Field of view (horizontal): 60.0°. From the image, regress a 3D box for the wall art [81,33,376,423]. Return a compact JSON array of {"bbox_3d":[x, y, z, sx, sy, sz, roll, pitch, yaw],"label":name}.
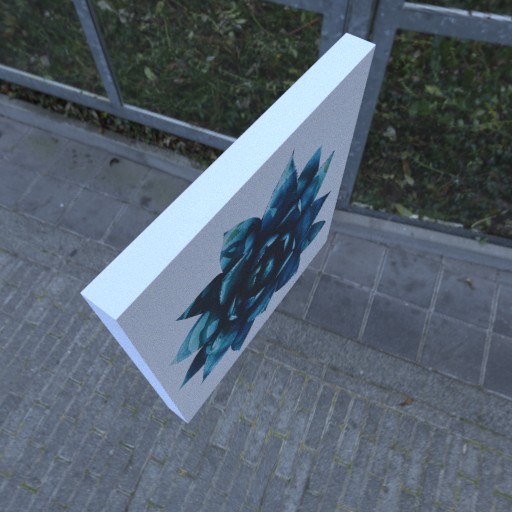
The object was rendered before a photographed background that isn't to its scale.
[{"bbox_3d":[0.000,0.000,0.591,0.038,0.406,0.406,32,64,17],"label":"wall art"}]
